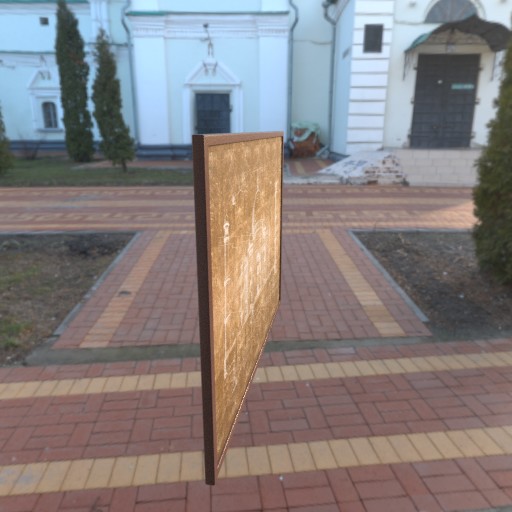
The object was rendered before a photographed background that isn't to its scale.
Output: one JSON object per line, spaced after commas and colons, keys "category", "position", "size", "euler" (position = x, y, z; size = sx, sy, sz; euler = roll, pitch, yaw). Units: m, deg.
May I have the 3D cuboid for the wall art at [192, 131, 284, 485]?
{"category": "wall art", "position": [0.000, 0.000, 0.845], "size": [0.014, 0.455, 0.660], "euler": [3, 16, 10]}
